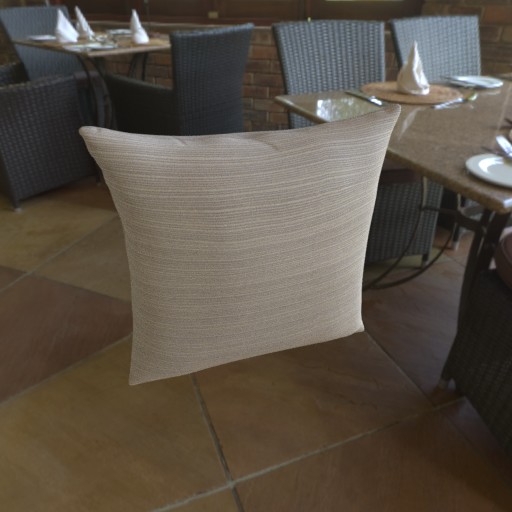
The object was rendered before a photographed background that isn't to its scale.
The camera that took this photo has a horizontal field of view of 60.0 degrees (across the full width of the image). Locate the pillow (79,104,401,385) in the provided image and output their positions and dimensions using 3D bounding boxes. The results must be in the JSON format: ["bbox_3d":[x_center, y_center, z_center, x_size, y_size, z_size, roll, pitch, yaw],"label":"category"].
[{"bbox_3d":[0.000,0.000,0.792,0.512,0.497,0.204,-10,33,-16],"label":"pillow"}]
